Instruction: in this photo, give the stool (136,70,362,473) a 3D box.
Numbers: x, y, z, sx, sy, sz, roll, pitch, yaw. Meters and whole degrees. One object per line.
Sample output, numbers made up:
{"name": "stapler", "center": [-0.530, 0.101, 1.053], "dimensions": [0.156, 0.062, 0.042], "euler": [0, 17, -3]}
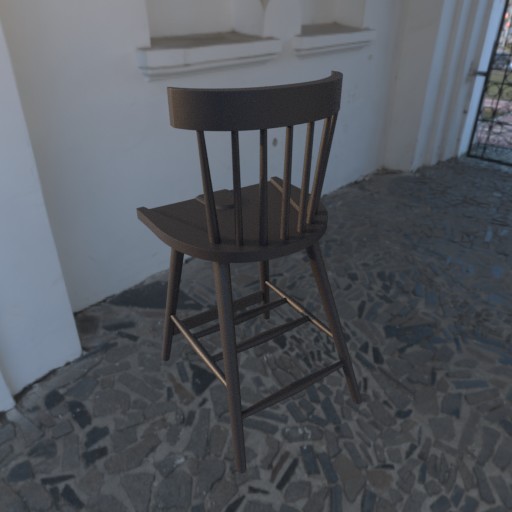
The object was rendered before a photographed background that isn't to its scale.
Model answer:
{"name": "stool", "center": [0.000, 0.000, 1.264], "dimensions": [0.494, 0.953, 0.549], "euler": [-18, 34, -28]}
